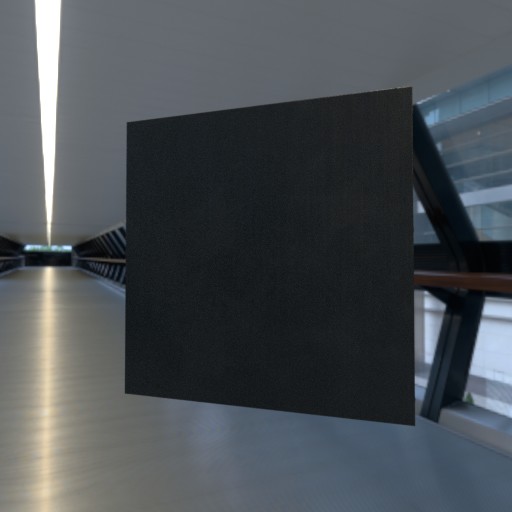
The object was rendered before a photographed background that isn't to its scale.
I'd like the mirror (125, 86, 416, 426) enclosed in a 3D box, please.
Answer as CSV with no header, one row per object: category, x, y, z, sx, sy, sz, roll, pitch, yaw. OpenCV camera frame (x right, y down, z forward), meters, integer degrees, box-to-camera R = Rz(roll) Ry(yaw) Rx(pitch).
mirror,0.000,0.000,0.568,0.382,0.381,0.020,0,-1,19
